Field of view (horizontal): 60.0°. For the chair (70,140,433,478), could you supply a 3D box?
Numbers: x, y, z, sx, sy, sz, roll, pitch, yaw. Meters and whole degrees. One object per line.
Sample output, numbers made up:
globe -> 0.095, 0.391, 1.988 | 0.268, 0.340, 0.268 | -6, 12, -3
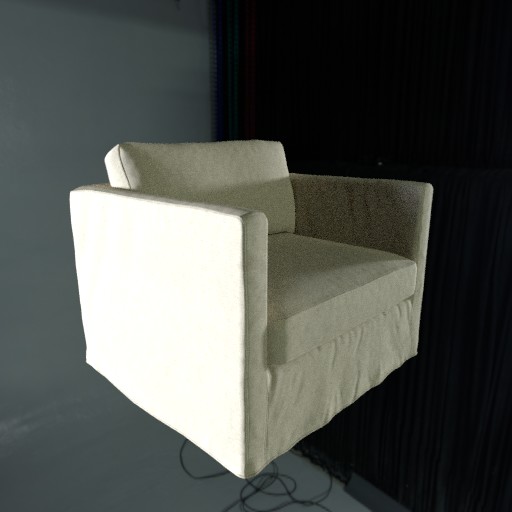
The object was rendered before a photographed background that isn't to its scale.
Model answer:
chair -> 0.000, 0.000, 1.719 | 0.949, 0.867, 1.057 | 14, 20, 42
